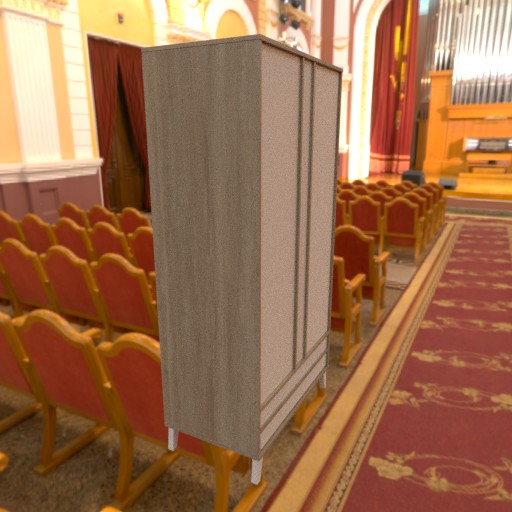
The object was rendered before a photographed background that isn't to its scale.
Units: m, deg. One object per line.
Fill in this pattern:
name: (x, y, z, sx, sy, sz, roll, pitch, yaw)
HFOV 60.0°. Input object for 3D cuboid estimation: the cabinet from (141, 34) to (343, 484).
cabinet: (0.000, 0.000, 2.443, 0.571, 1.999, 1.006, 8, 17, 27)
